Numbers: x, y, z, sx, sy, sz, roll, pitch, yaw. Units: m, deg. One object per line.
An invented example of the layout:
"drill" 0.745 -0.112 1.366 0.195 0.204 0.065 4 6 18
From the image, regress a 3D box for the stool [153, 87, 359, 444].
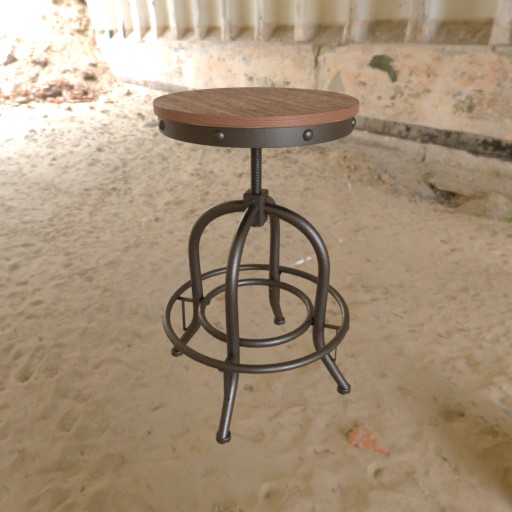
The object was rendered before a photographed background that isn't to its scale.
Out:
"stool" 0.000 0.000 0.902 0.439 0.609 0.439 9 28 16
